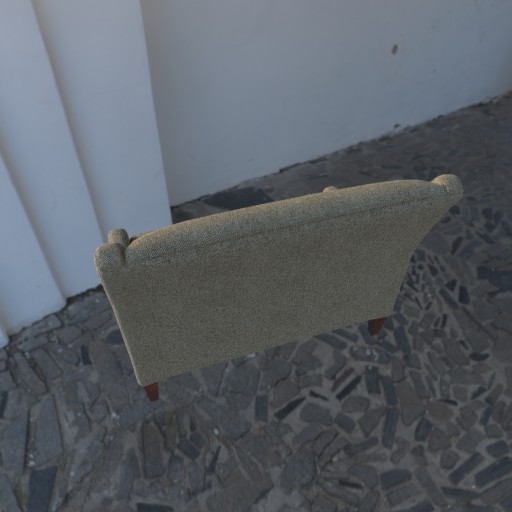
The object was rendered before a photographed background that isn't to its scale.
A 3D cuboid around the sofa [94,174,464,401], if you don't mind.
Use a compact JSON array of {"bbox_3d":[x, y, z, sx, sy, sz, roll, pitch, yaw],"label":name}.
[{"bbox_3d":[0.000,0.000,1.972,1.242,1.021,0.870,-13,43,-14],"label":"sofa"}]
